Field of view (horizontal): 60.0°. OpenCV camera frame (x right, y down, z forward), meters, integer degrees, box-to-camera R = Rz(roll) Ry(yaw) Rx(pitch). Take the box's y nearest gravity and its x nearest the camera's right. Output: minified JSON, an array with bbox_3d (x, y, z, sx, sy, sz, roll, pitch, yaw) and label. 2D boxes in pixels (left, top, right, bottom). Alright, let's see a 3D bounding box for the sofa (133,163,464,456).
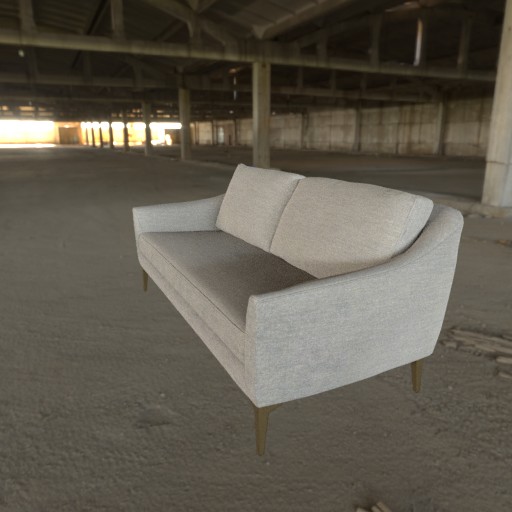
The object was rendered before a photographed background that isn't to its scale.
[{"bbox_3d":[0.000,0.000,2.495,0.980,0.913,2.036,-7,17,-25],"label":"sofa"}]
